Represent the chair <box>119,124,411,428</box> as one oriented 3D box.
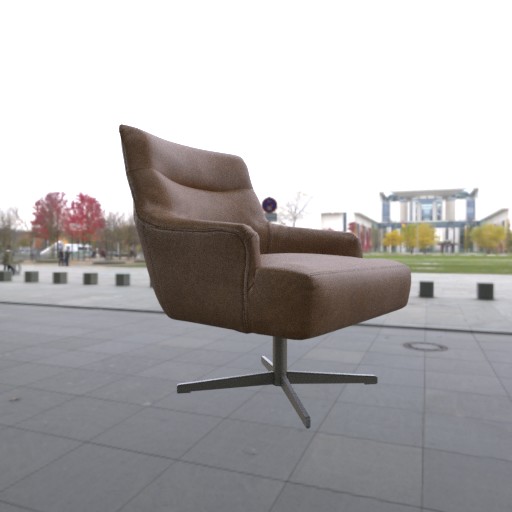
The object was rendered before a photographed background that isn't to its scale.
[{"bbox_3d":[0.000,0.000,1.511,0.874,0.869,0.729,1,1,36],"label":"chair"}]
